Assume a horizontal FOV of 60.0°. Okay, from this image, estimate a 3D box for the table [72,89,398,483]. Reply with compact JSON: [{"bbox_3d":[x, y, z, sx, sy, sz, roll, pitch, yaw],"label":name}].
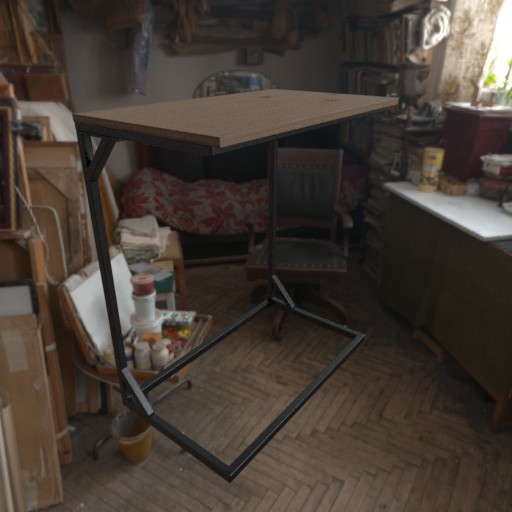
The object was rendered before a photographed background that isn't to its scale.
[{"bbox_3d":[0.000,0.000,1.035,0.351,0.673,0.597,19,31,34],"label":"table"}]
